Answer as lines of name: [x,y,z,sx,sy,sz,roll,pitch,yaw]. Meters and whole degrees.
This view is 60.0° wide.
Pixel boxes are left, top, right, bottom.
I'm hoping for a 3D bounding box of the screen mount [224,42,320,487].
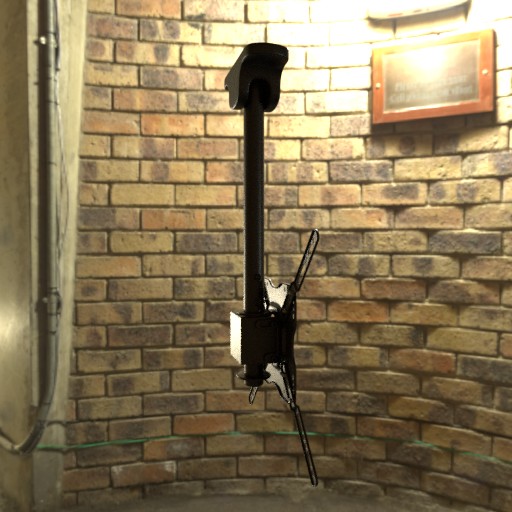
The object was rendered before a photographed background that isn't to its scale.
screen mount: [0.000,0.000,0.864,0.090,0.729,0.393,-1,2,-17]
